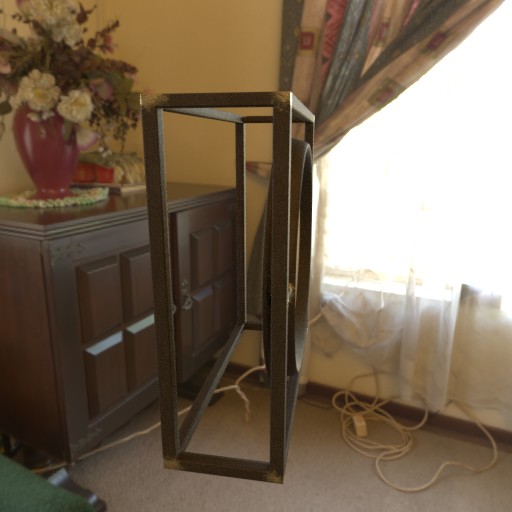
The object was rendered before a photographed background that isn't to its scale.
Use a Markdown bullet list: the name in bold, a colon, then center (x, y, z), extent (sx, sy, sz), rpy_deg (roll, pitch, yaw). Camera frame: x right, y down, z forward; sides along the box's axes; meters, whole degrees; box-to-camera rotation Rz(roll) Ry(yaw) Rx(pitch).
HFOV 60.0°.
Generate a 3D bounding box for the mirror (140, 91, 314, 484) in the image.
- **mirror**: center (0.000, 0.000, 0.478), extent (0.107, 0.303, 0.306), rpy_deg (3, 15, 10)
